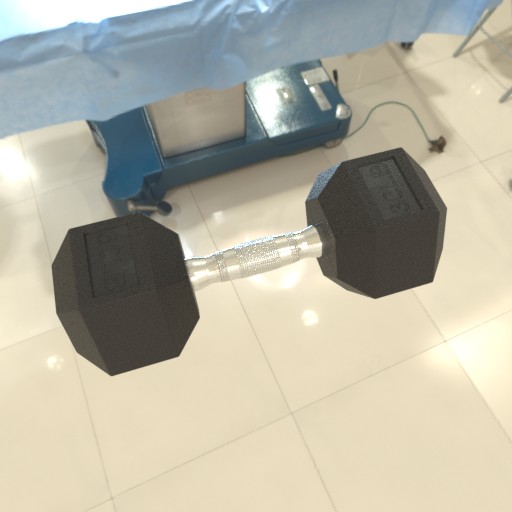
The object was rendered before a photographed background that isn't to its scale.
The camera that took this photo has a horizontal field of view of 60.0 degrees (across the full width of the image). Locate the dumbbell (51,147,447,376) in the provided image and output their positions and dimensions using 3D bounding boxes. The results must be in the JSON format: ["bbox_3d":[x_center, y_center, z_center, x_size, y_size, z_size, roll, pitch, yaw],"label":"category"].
[{"bbox_3d":[0.000,0.000,0.408,0.337,0.123,0.142,-15,64,-8],"label":"dumbbell"}]
